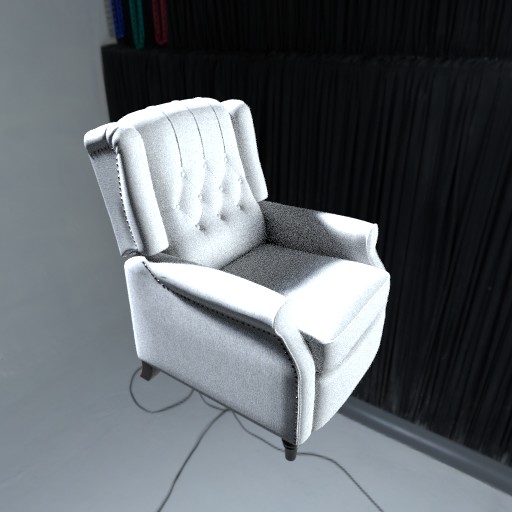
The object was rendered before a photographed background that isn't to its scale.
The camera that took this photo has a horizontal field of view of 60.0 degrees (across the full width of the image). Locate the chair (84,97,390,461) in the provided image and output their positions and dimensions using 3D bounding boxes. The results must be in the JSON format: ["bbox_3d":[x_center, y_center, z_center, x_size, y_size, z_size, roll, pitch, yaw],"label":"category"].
[{"bbox_3d":[0.000,0.000,1.632,0.902,1.035,0.742,18,32,31],"label":"chair"}]
